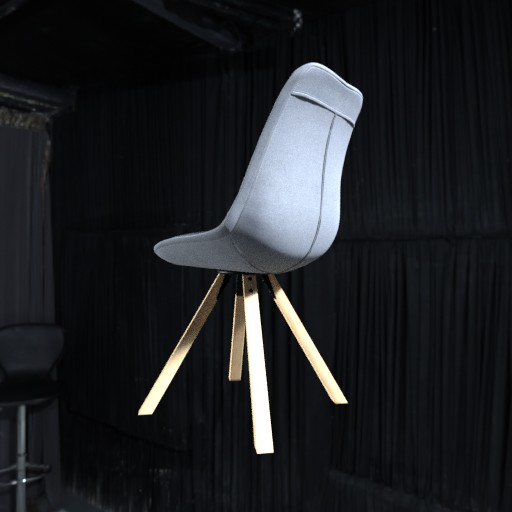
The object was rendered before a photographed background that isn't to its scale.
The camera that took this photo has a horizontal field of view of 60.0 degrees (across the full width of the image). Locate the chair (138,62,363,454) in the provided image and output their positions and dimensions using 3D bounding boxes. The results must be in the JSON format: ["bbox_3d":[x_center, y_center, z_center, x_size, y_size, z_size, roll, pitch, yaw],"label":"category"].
[{"bbox_3d":[0.000,0.000,1.234,0.549,0.863,0.474,0,1,36],"label":"chair"}]
